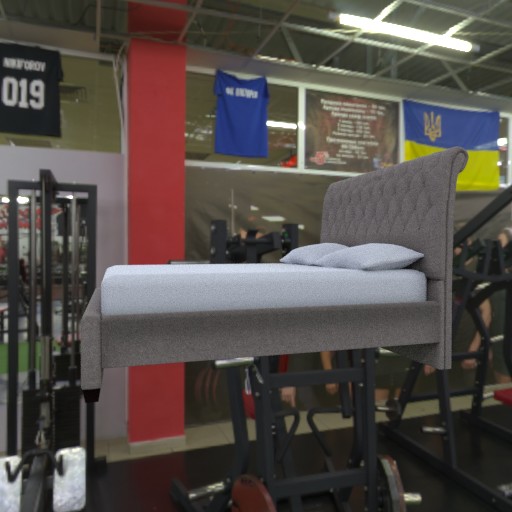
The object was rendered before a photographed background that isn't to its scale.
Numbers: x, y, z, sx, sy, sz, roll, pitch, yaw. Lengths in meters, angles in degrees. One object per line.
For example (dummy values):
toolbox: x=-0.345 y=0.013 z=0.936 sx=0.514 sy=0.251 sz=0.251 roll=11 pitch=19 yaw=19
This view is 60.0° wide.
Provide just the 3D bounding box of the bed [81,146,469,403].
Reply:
bed: x=0.000 y=0.000 z=3.194 sx=2.252 sy=1.371 sz=1.645 roll=0 pitch=1 yaw=-18
